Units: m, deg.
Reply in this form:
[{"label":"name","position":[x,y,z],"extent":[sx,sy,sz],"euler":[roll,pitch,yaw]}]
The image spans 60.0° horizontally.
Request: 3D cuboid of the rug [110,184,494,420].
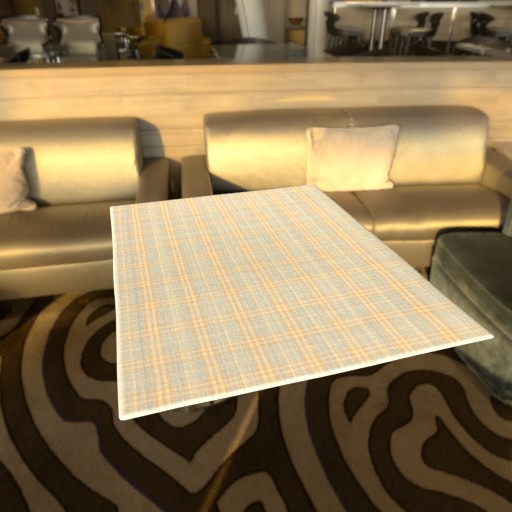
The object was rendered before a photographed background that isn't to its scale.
[{"label":"rug","position":[0.000,0.000,3.964],"extent":[2.462,0.030,3.066],"euler":[-8,31,-15]}]
